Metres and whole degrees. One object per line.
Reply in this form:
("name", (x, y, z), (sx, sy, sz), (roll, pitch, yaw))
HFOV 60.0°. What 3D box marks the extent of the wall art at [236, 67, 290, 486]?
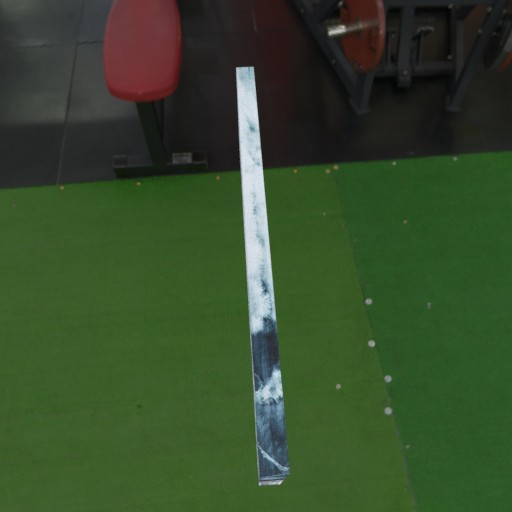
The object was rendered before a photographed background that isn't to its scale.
("wall art", (0.000, 0.000, 0.837), (0.037, 0.251, 0.759), (-3, 60, -2))
